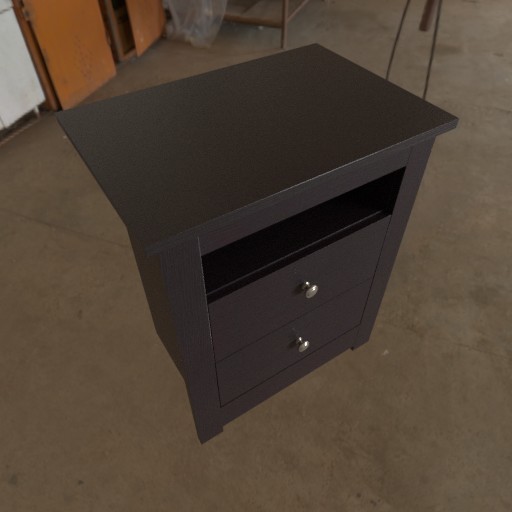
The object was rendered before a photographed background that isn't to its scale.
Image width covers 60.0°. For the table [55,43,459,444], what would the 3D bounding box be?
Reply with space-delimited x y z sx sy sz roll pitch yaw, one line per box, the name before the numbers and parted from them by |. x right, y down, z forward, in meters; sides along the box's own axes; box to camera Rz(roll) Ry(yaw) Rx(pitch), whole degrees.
table | 0.000 0.000 1.036 0.589 0.711 0.408 -25 51 -22
